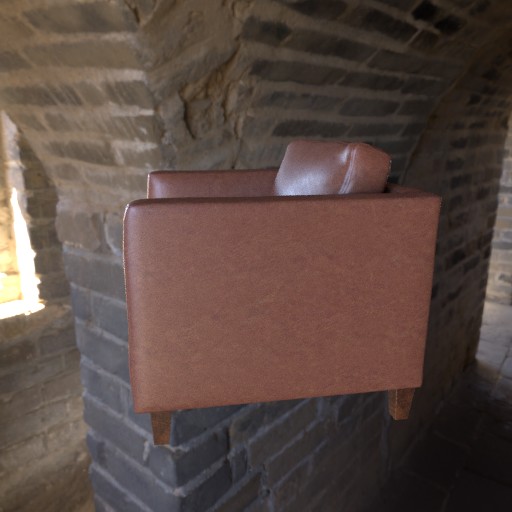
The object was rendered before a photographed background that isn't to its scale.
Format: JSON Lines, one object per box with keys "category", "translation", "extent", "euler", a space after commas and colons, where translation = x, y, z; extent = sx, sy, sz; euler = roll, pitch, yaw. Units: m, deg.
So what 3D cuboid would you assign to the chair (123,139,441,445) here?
{"category": "chair", "translation": [0.000, 0.000, 1.801], "extent": [0.959, 0.917, 1.107], "euler": [-2, 15, -9]}
